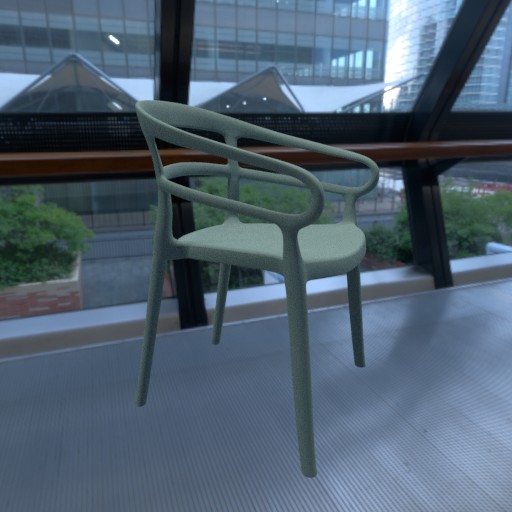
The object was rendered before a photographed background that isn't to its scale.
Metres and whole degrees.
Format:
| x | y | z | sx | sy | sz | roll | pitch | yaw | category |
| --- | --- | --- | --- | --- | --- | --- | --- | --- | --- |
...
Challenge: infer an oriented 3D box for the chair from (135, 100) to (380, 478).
| x | y | z | sx | sy | sz | roll | pitch | yaw | category |
| --- | --- | --- | --- | --- | --- | --- | --- | --- | --- |
| 0.000 | 0.000 | 1.127 | 0.527 | 0.761 | 0.559 | 7 | 16 | 24 | chair |
